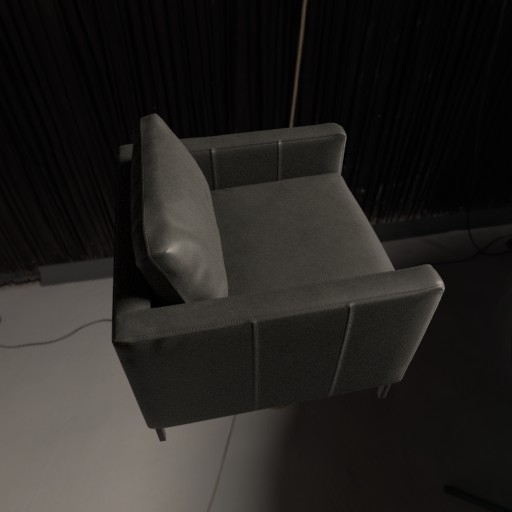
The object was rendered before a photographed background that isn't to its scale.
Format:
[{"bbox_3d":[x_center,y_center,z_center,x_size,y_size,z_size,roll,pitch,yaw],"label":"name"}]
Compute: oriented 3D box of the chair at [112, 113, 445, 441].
[{"bbox_3d":[0.000,0.000,1.492,0.861,0.824,0.967,-8,46,-8],"label":"chair"}]
